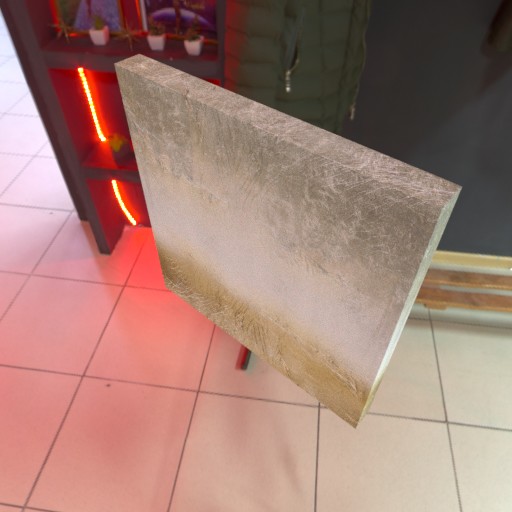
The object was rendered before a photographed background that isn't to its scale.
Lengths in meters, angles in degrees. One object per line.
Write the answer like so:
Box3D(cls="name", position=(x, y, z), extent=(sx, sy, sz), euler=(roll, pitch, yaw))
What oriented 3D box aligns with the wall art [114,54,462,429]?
Box3D(cls="wall art", position=(0.000, 0.000, 0.585), extent=(0.405, 0.407, 0.038), euler=(32, 54, 27))
